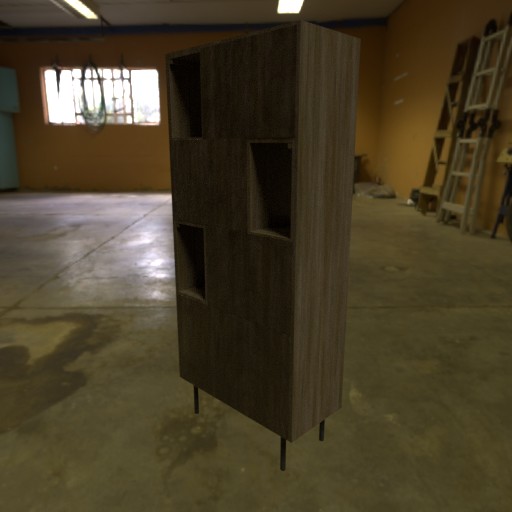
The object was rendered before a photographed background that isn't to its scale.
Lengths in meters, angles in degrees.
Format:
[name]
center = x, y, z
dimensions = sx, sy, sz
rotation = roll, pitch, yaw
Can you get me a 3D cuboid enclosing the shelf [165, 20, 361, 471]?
[shelf]
center = 0.000, 0.000, 1.776
dimensions = 0.670, 1.545, 0.323
rotation = 13, 19, 43
